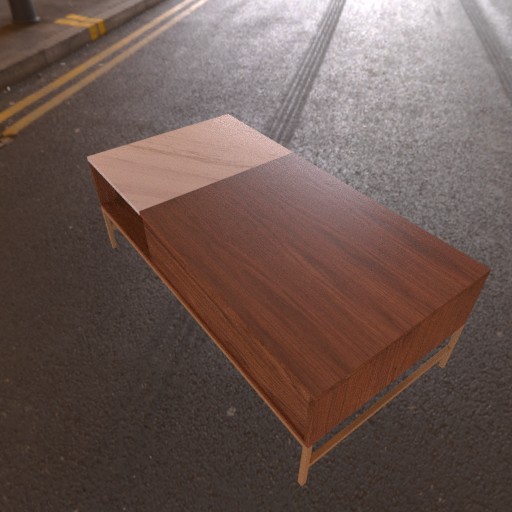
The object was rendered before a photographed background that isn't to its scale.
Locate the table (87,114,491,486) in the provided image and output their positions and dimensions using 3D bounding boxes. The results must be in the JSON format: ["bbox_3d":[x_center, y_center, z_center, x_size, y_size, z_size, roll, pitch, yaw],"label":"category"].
[{"bbox_3d":[0.000,0.000,1.944,0.789,0.551,1.553,-26,48,-27],"label":"table"}]
